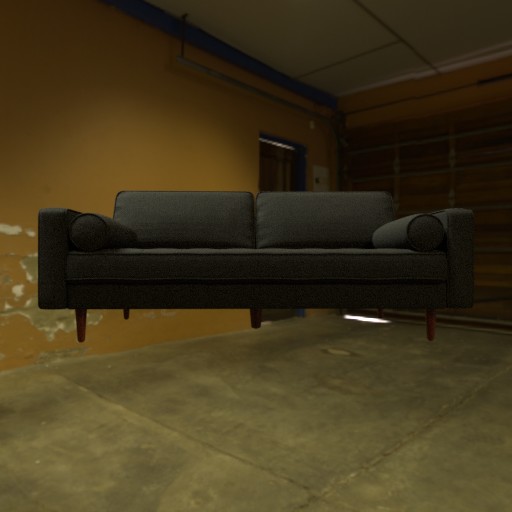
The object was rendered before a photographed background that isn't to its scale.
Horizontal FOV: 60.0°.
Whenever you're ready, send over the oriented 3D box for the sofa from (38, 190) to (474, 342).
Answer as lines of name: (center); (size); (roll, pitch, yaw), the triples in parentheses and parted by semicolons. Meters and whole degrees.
sofa: (0.000, 0.000, 2.320); (1.875, 0.759, 0.914); (0, 0, -1)
